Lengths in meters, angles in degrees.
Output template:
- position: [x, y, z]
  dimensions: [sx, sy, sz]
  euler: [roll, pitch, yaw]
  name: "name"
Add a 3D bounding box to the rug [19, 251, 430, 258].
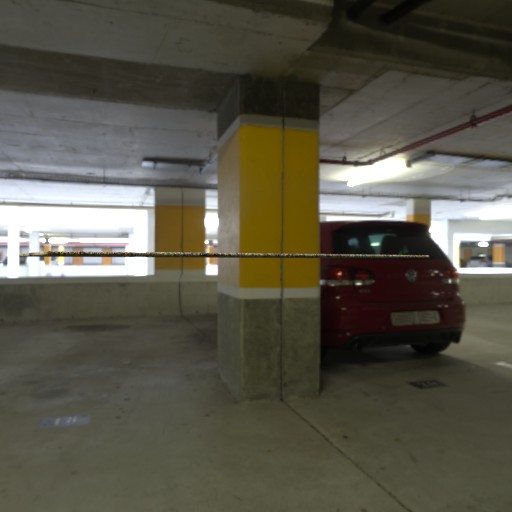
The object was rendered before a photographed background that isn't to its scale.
- position: [0.000, 0.000, 2.492]
  dimensions: [2.292, 0.015, 0.688]
  euler: [0, -1, -36]
  name: "rug"
